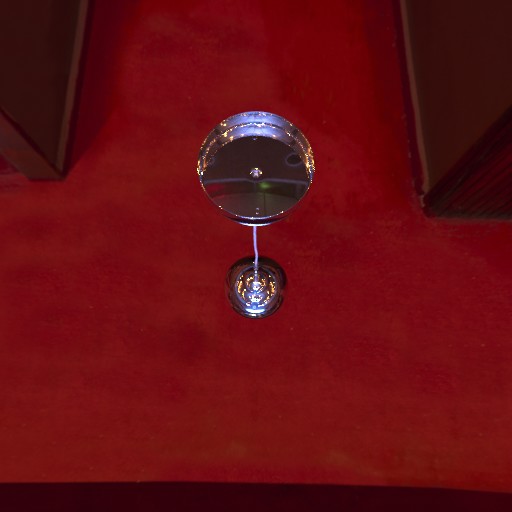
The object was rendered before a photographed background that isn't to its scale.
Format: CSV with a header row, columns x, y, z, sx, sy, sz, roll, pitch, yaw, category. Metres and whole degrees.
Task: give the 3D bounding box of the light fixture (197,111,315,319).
x,y,z,sx,sy,sz,roll,pitch,yaw,category
0.000,0.000,1.680,0.336,1.538,0.336,-2,75,-1,light fixture
